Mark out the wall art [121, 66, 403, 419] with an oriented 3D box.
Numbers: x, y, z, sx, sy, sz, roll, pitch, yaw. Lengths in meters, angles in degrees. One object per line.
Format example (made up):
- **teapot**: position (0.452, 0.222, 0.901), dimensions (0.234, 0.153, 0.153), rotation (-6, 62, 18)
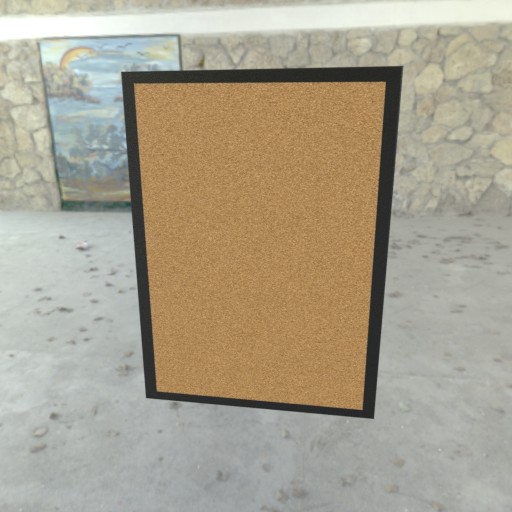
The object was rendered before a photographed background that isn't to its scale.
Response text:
- **wall art**: position (0.000, 0.000, 1.236), dimensions (0.707, 0.967, 0.013), rotation (2, 16, 8)
